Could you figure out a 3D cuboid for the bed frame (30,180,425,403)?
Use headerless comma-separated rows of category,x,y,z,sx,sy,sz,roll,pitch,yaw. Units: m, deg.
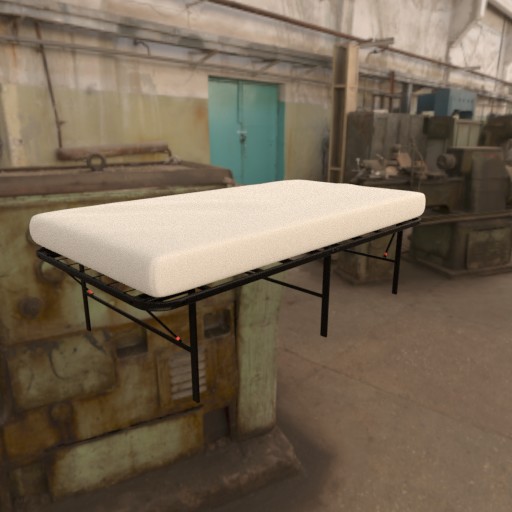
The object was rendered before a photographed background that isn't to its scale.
bed frame,0.000,0.000,2.344,0.989,0.619,1.903,15,22,42
